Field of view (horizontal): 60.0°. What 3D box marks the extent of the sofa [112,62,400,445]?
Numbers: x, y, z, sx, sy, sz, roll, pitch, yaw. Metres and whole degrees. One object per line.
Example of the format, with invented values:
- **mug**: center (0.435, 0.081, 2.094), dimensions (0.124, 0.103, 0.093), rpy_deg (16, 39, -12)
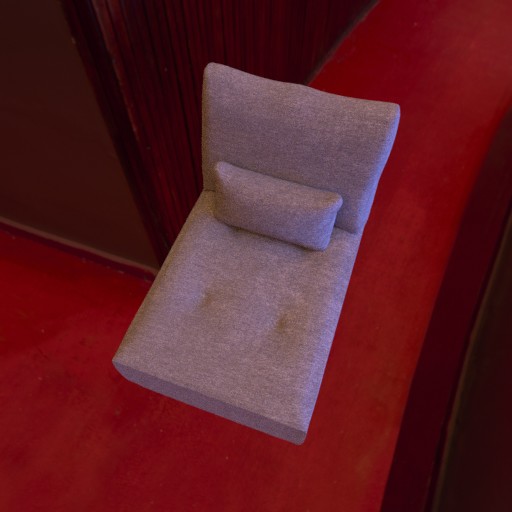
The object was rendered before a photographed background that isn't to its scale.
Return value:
- **sofa**: center (0.000, 0.000, 1.593), dimensions (0.700, 0.820, 1.000), rpy_deg (17, 61, 10)
